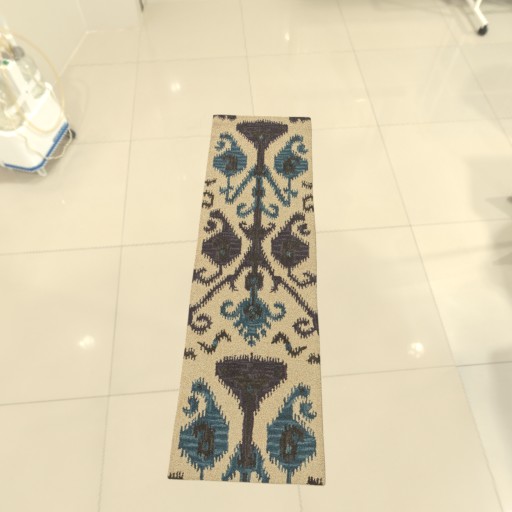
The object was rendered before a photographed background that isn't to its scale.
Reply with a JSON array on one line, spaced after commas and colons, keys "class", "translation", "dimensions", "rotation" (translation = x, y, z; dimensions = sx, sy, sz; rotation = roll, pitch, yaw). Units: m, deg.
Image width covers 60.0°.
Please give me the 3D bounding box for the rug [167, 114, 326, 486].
[{"class": "rug", "translation": [0.000, 0.000, 2.516], "dimensions": [0.692, 0.017, 2.301], "rotation": [2, 59, 1]}]
